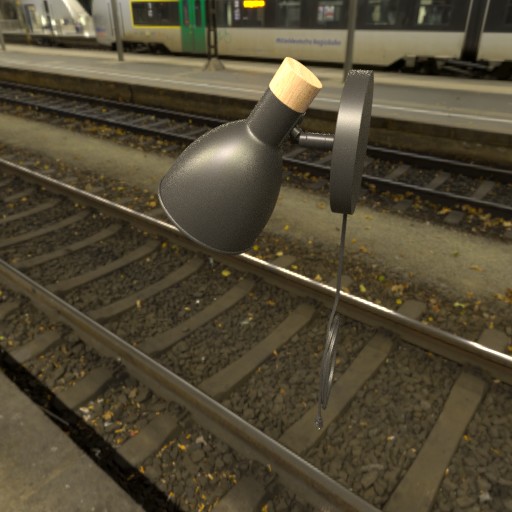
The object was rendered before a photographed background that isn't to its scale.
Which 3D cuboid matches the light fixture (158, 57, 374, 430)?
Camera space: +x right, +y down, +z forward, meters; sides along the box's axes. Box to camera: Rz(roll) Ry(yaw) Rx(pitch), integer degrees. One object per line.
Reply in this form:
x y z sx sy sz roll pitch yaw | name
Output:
0.000 0.000 0.488 0.203 0.401 0.127 9 30 16 | light fixture
